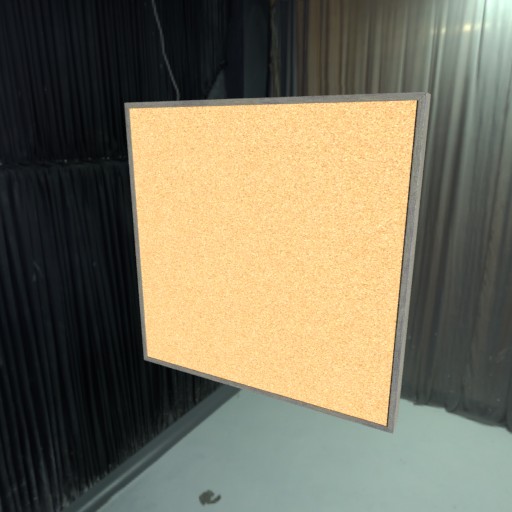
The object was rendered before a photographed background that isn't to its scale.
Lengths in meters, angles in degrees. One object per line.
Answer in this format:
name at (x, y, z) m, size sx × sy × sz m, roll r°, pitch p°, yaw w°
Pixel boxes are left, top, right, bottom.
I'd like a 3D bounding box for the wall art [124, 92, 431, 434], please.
wall art at (0.000, 0.000, 0.758) m, size 0.507 × 0.507 × 0.037 m, roll 8°, pitch 18°, yaw 26°
